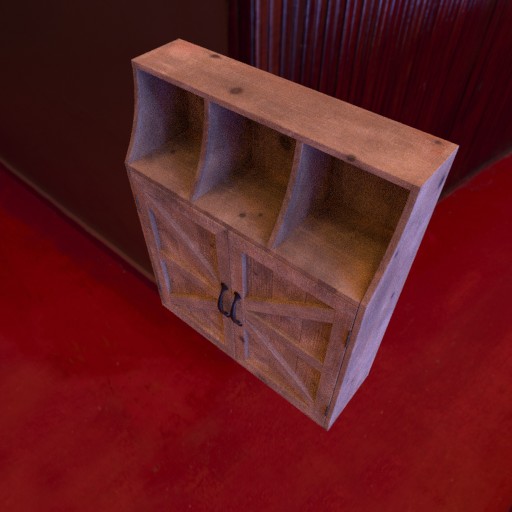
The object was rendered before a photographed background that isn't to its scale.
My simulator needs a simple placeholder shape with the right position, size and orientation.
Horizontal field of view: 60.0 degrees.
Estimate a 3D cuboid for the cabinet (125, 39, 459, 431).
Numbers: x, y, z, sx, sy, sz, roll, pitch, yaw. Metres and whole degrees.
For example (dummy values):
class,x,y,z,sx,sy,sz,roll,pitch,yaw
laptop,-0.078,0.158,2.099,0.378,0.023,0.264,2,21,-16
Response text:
class,x,y,z,sx,sy,sz,roll,pitch,yaw
cabinet,0.000,0.000,0.814,0.489,0.590,0.184,32,55,25
